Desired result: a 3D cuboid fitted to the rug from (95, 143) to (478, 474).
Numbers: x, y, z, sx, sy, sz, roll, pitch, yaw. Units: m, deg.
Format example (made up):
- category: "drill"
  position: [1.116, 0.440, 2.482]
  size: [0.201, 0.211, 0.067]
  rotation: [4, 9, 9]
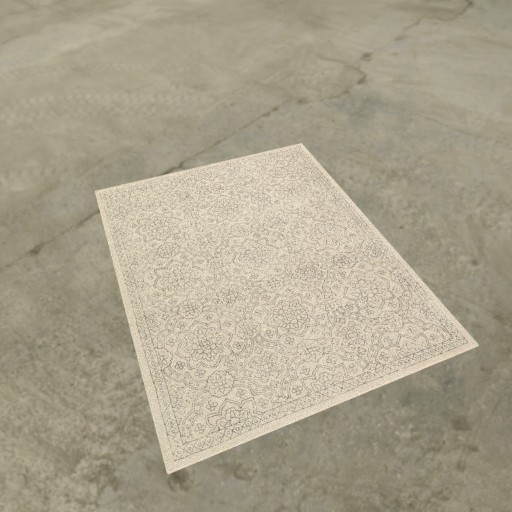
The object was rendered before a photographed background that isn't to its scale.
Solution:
- category: "rug"
  position: [0.000, 0.000, 4.045]
  size: [2.441, 0.015, 3.050]
  rotation: [-17, 49, -15]
